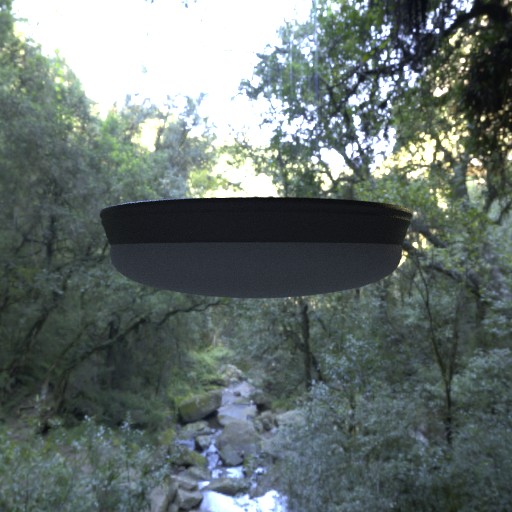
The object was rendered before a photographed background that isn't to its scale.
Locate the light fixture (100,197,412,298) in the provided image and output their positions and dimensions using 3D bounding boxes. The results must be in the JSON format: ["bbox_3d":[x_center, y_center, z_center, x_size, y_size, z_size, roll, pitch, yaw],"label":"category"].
[{"bbox_3d":[0.000,0.000,0.553,0.368,0.100,0.368,0,0,0],"label":"light fixture"}]
